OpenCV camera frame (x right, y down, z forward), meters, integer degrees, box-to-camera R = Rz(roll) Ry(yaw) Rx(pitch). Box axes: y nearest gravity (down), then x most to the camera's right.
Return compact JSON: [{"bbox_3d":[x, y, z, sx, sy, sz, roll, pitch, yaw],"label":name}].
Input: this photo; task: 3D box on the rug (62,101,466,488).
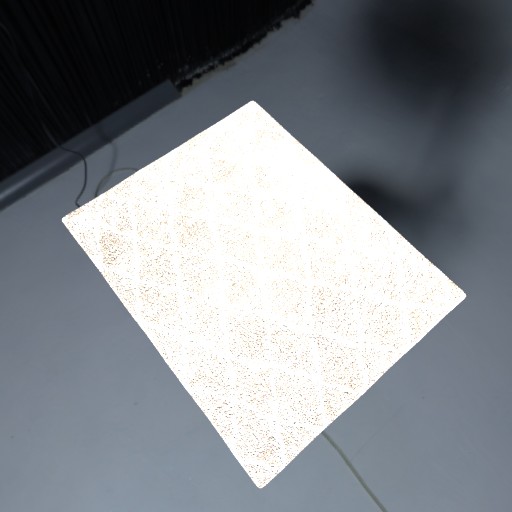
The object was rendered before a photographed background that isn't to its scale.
[{"bbox_3d":[0.000,0.000,4.172,2.438,0.029,3.047,-37,70,-16],"label":"rug"}]
